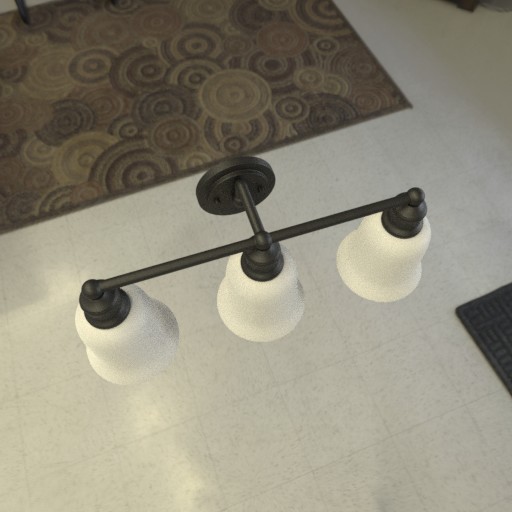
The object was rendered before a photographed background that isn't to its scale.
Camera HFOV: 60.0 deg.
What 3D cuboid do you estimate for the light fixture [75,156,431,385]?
[{"bbox_3d":[0.000,0.000,0.647,0.570,0.211,0.198,-16,64,-8],"label":"light fixture"}]
